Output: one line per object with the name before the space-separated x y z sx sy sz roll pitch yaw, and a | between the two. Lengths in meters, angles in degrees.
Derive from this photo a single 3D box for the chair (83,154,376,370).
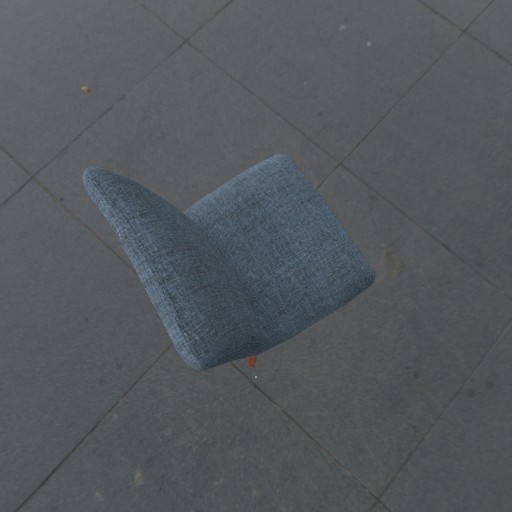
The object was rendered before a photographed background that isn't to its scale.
chair | 0.000 0.000 1.311 0.563 0.974 0.522 -32 77 -8
